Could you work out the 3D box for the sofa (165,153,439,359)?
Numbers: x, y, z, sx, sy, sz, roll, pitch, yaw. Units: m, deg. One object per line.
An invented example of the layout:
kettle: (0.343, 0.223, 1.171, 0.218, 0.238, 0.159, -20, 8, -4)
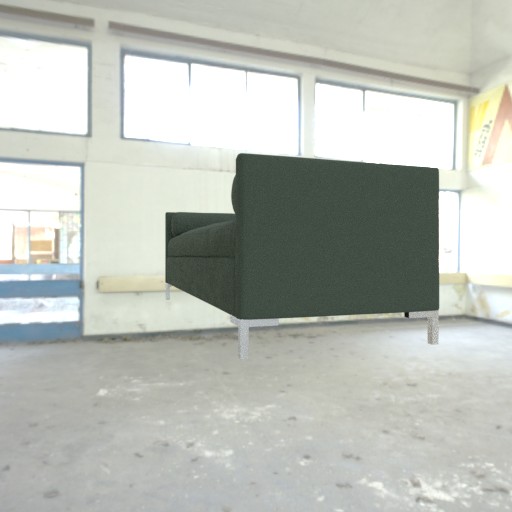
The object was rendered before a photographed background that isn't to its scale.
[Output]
sofa: (0.000, 0.000, 2.500, 0.797, 0.657, 2.102, 0, 0, -18)
